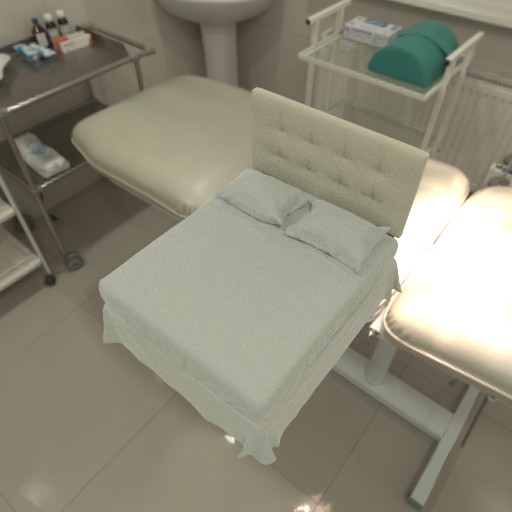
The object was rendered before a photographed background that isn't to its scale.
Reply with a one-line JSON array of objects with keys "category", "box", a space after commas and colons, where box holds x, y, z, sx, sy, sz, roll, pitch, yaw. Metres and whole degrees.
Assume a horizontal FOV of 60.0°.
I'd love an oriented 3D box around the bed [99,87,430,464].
[{"category": "bed", "box": [0.000, 0.000, 3.591, 1.936, 1.577, 2.222, 31, 54, 25]}]
